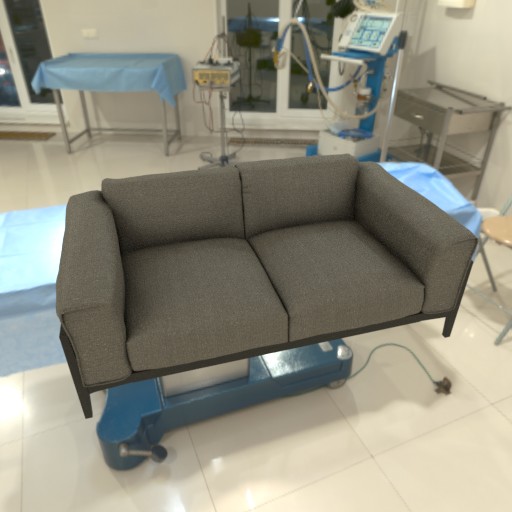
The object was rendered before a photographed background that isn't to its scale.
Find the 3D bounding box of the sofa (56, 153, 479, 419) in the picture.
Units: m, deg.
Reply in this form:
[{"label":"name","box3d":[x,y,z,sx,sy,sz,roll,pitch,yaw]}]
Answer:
[{"label":"sofa","box3d":[0.000,0.000,2.133,1.690,0.656,0.960,-9,34,-14]}]
